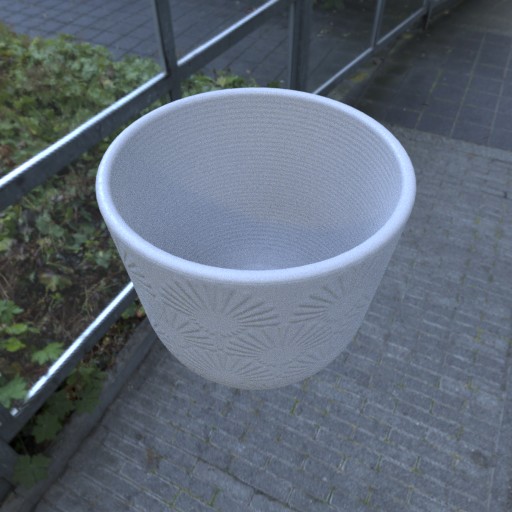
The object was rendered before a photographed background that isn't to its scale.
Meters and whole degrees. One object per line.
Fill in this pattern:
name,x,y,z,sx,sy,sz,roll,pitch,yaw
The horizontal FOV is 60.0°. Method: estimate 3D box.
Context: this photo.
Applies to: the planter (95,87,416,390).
planter,0.000,0.000,0.295,0.170,0.152,0.170,0,47,0
